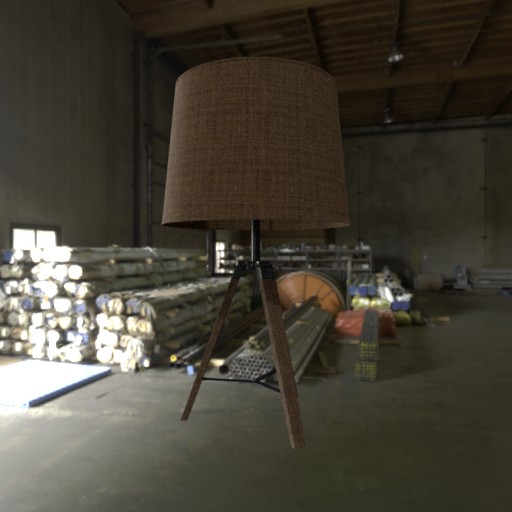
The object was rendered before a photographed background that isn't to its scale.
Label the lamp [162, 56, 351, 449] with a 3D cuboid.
[{"bbox_3d":[0.000,0.000,0.695,0.290,0.514,0.290,0,1,0],"label":"lamp"}]
